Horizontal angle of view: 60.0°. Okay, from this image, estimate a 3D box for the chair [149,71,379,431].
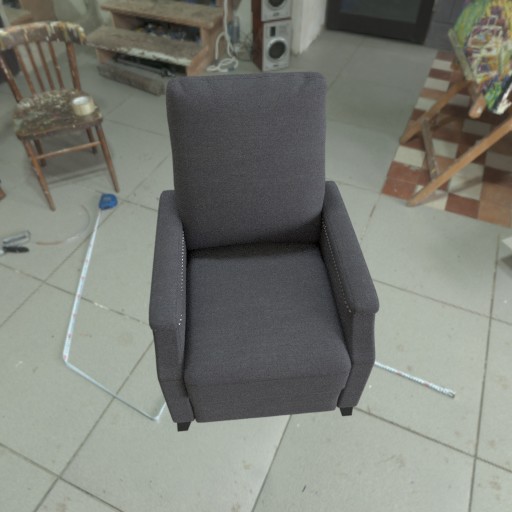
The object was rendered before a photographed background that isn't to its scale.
[{"bbox_3d":[0.000,0.000,1.632,0.710,1.049,0.922,-4,48,-4],"label":"chair"}]
